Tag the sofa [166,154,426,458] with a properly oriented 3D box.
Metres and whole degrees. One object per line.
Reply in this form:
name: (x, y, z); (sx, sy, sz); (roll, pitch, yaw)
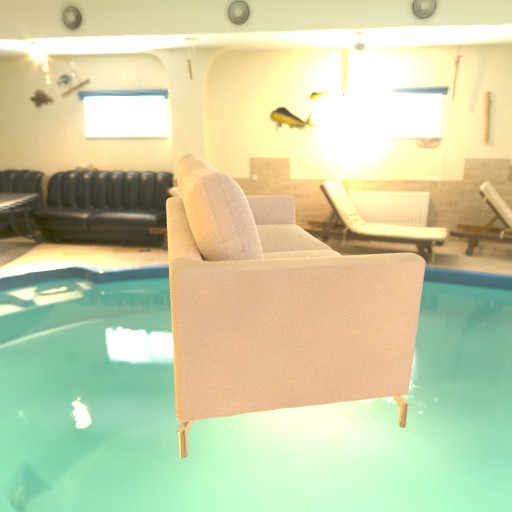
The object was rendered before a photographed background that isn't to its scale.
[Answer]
sofa: (0.000, 0.000, 2.334); (0.906, 0.995, 1.739); (-3, 16, -11)
